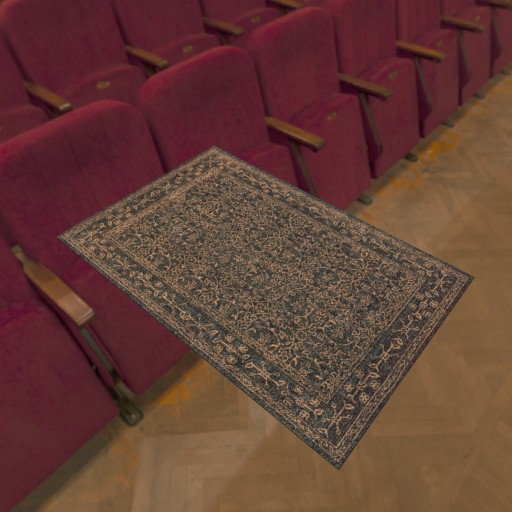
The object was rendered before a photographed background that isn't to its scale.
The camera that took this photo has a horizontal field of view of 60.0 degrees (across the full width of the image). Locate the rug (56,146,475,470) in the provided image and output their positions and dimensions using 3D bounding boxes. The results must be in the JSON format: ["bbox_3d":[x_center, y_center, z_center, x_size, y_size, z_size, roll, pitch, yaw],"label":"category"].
[{"bbox_3d":[0.000,0.000,2.288,1.819,0.005,1.200,32,54,27],"label":"rug"}]
